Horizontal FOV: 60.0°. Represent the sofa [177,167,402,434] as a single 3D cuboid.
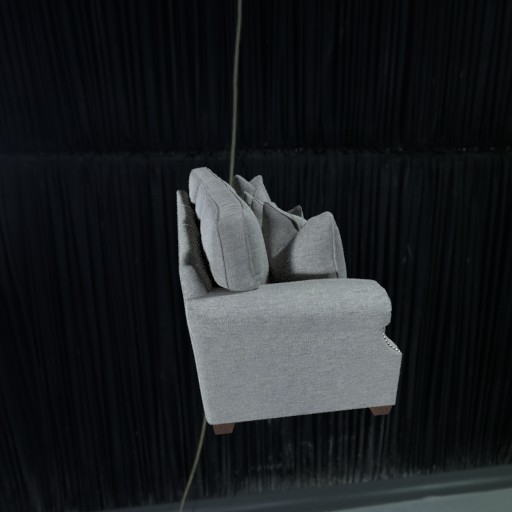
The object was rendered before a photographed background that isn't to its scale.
[{"bbox_3d":[0.000,0.000,2.844,0.965,0.975,2.312,-3,17,-10],"label":"sofa"}]
